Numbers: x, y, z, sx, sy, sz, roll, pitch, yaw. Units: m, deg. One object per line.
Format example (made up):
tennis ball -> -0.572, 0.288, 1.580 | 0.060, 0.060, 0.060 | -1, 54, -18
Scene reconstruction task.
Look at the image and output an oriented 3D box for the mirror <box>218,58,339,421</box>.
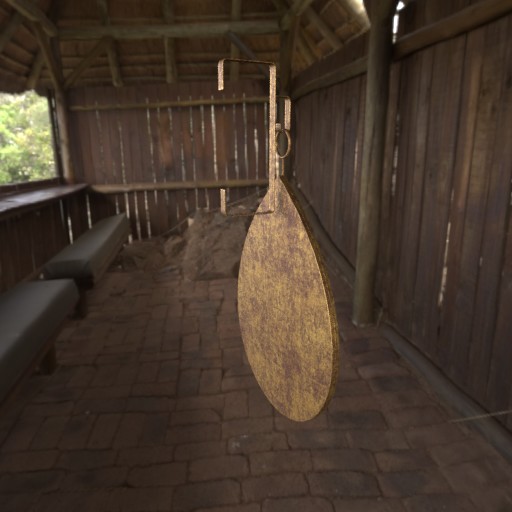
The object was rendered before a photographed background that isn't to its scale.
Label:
mirror -> 0.000, 0.000, 0.916 | 0.144, 0.744, 0.405 | -7, 16, -26
